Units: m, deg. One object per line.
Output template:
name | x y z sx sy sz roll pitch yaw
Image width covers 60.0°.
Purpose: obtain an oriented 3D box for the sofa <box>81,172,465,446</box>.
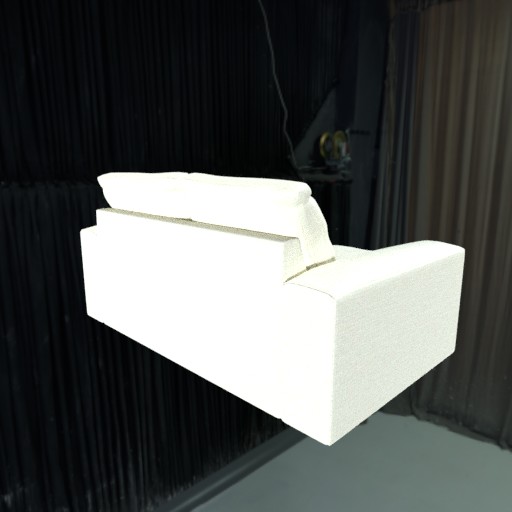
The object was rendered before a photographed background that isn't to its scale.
sofa | 0.000 0.000 2.312 1.754 0.875 1.091 12 17 44
